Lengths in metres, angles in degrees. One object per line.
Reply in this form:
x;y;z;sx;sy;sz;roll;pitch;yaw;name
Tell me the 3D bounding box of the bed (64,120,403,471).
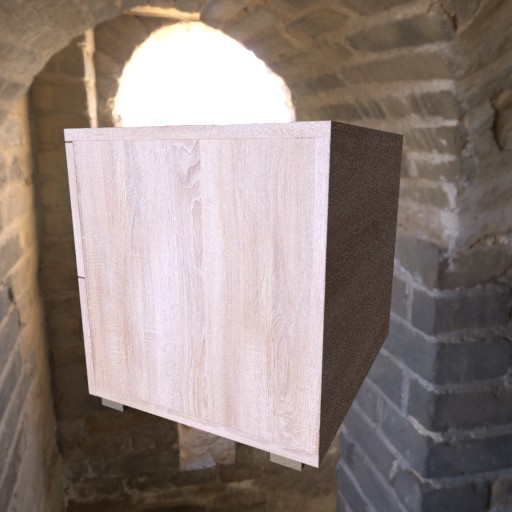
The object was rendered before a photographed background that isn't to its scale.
0.000;0.000;0.782;0.401;0.420;0.460;7;15;26;bed
